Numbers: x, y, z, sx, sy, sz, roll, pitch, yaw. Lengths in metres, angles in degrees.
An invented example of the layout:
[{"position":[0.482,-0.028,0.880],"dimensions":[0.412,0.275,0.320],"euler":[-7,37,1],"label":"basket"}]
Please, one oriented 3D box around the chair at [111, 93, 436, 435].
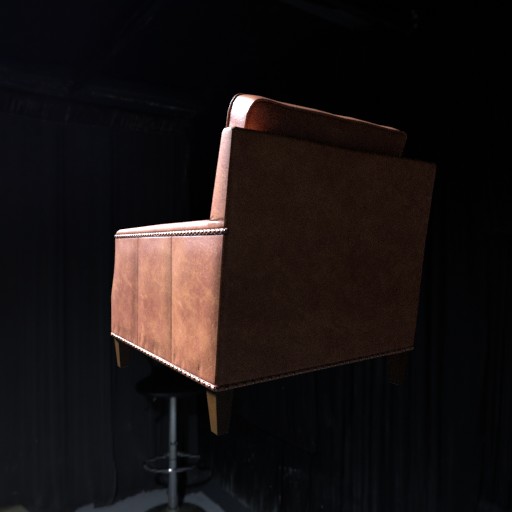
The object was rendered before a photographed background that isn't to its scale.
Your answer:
[{"position":[0.000,0.000,1.731],"dimensions":[0.853,0.943,1.014],"euler":[-1,2,-35],"label":"chair"}]
